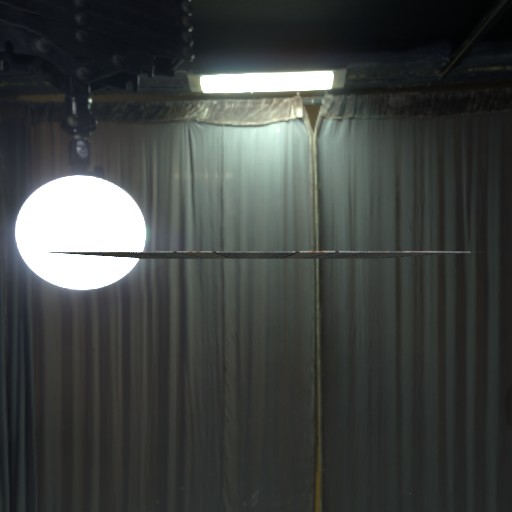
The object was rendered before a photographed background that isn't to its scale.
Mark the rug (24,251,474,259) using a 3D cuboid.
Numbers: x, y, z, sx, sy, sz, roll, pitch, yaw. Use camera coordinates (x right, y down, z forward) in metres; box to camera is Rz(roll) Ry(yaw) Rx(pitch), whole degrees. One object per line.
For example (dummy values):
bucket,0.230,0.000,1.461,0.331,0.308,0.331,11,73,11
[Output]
rug,0.000,0.000,4.017,3.000,0.012,2.371,0,-1,0
